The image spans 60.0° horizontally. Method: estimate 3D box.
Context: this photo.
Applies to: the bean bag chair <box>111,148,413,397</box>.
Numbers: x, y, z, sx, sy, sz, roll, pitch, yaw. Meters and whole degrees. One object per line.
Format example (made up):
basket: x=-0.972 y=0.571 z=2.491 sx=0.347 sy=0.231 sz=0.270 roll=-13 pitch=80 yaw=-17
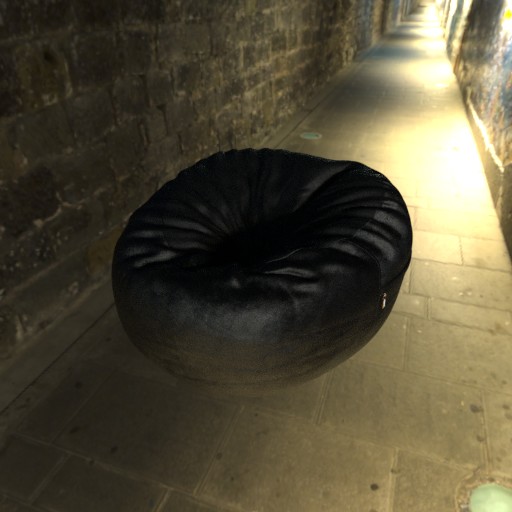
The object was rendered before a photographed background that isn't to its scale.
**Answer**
bean bag chair: x=0.000 y=0.000 z=2.450 sx=1.524 sy=0.878 sz=1.524 roll=19 pitch=36 yaw=29
